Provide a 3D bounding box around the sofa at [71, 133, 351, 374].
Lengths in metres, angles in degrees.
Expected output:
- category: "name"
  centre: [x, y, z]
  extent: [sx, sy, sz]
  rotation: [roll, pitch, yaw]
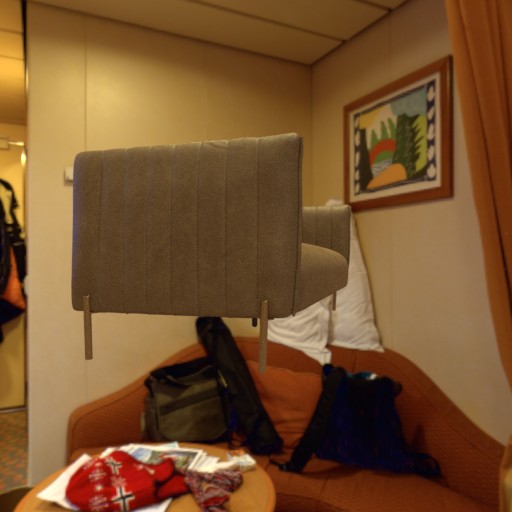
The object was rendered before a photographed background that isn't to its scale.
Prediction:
- category: "sofa"
  centre: [0.000, 0.000, 2.428]
  extent: [0.876, 0.779, 1.980]
  rotation: [0, -1, 17]
